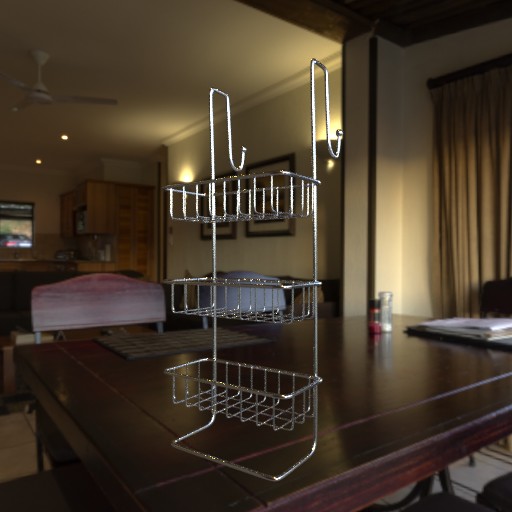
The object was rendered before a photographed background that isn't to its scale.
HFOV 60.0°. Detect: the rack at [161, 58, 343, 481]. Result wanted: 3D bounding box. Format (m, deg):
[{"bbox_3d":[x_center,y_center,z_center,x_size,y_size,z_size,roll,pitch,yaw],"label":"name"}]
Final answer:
[{"bbox_3d":[0.000,0.000,0.691,0.228,0.574,0.202,0,0,35],"label":"rack"}]
